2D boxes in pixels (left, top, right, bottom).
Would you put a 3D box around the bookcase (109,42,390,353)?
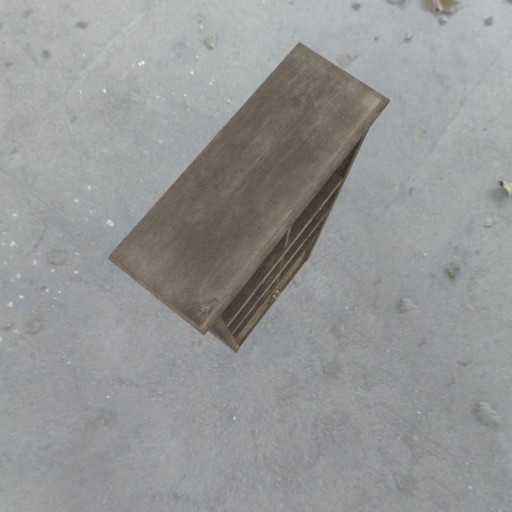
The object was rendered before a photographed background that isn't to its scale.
[{"bbox_3d":[0.000,0.000,2.199,0.348,1.880,0.906,37,78,9],"label":"bookcase"}]
